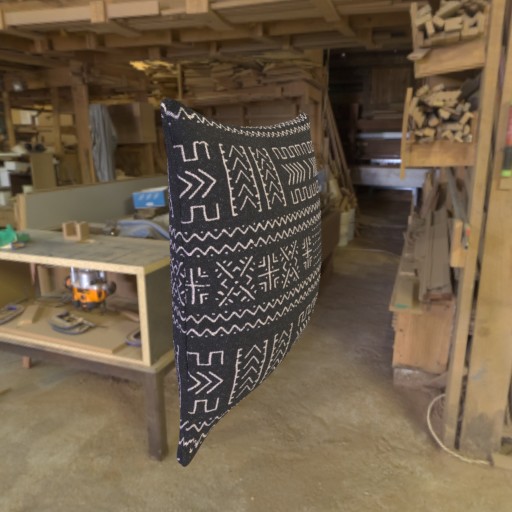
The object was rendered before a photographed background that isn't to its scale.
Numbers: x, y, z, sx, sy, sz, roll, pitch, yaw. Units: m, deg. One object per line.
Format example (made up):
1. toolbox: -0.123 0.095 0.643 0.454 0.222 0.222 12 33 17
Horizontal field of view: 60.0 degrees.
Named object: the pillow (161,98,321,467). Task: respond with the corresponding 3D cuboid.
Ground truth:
1. pillow: 0.000 0.000 0.669 0.164 0.430 0.438 7 17 24
